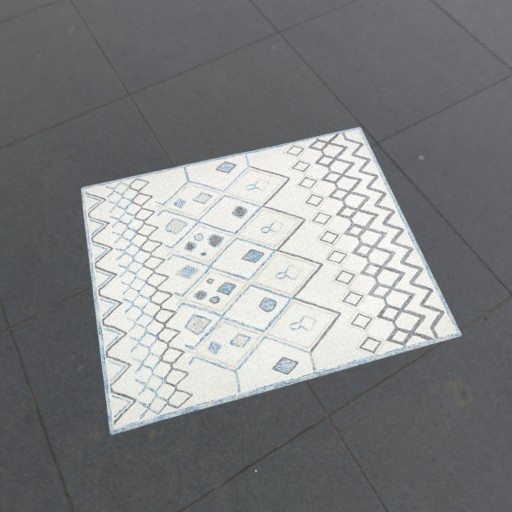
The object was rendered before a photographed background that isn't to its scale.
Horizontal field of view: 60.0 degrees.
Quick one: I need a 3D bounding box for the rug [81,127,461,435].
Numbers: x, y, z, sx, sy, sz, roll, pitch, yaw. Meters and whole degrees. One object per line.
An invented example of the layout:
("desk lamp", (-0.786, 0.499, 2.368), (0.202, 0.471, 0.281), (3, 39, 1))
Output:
("rug", (0.000, 0.000, 4.199), (3.056, 0.013, 2.441), (-14, 65, -7))
